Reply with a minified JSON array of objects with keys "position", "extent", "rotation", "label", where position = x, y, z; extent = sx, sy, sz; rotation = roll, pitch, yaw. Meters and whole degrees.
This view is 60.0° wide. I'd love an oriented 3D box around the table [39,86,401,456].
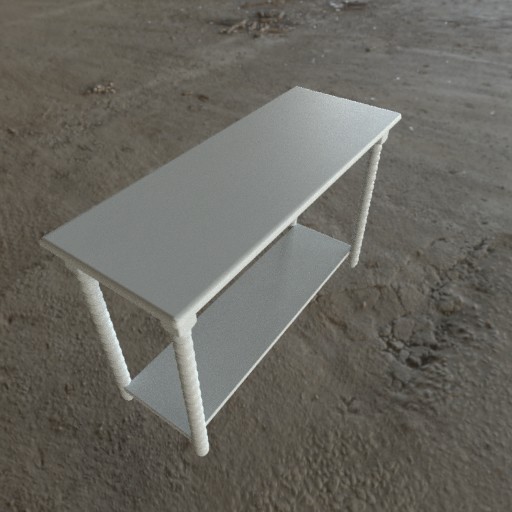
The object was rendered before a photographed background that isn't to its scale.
[{"position":[0.000,0.000,1.572],"extent":[0.459,0.740,1.184],"rotation":[25,48,26],"label":"table"}]
